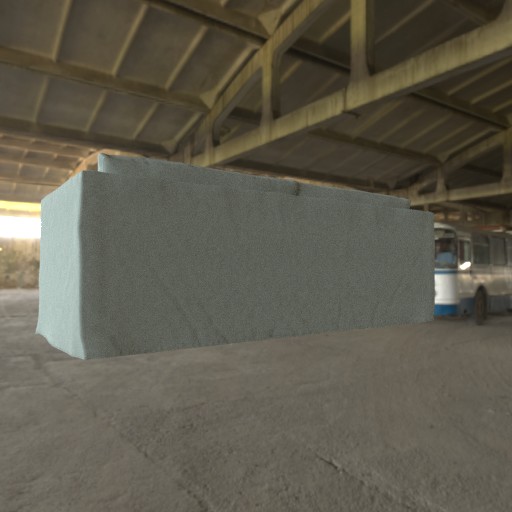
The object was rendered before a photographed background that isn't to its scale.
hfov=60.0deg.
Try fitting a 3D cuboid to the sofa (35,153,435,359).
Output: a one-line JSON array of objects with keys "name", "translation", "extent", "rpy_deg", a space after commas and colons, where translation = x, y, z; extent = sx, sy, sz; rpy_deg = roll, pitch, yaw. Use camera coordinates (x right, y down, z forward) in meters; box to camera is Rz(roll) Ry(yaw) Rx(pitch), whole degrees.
[{"name": "sofa", "translation": [0.000, 0.000, 2.704], "extent": [2.312, 0.853, 0.962], "rpy_deg": [1, -2, -35]}]
